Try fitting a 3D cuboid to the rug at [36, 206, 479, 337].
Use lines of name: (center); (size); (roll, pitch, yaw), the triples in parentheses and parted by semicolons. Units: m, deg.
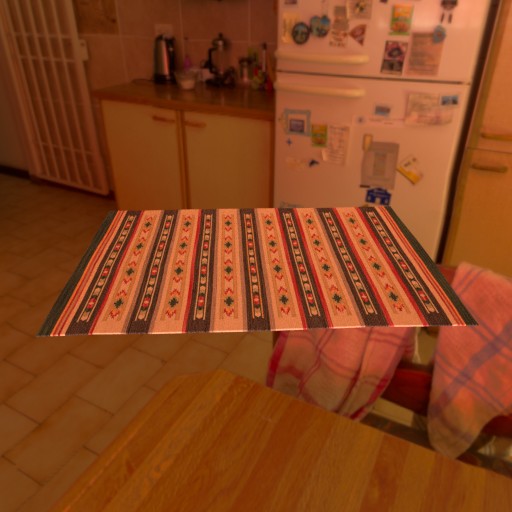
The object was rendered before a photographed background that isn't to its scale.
rug: (0.000, 0.000, 2.339); (1.825, 0.009, 1.221); (-1, 30, -2)
